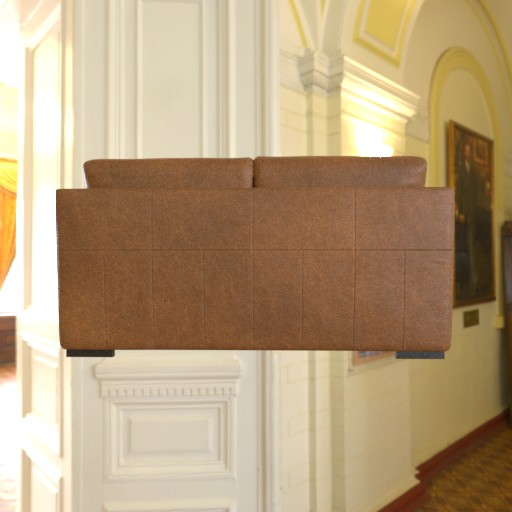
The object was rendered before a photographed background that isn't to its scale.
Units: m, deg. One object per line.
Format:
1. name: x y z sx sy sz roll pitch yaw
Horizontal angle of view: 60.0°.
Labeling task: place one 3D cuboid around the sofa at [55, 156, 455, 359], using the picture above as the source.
1. sofa: 0.000 0.000 2.534 1.880 0.966 1.144 0 -1 2
